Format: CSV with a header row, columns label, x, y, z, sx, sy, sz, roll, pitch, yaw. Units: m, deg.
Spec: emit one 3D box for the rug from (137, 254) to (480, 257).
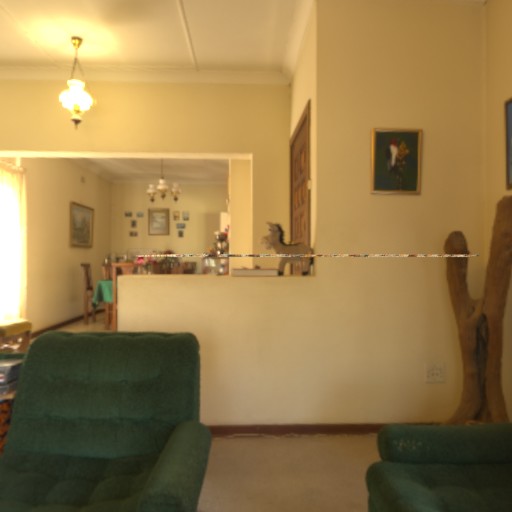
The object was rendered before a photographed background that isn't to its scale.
label,x,y,z,sx,sy,sz,roll,pitch,yaw
rug,0.000,0.000,3.195,1.523,0.010,2.584,0,0,-18
